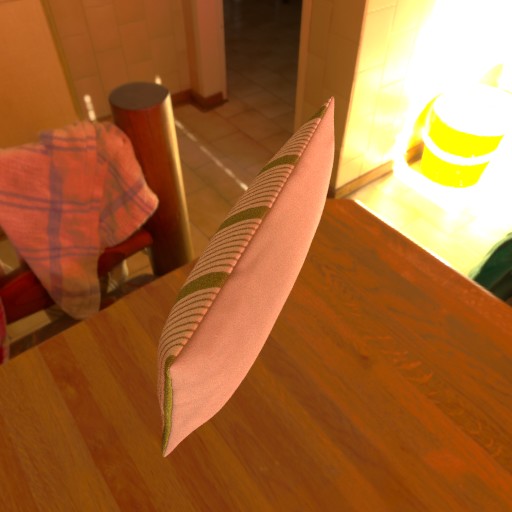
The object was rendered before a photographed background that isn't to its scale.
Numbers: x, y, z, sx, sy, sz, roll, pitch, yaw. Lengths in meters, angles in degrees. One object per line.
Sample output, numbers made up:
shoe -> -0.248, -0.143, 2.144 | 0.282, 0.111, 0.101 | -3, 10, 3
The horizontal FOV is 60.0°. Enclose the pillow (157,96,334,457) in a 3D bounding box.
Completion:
pillow -> 0.000, 0.000, 0.738 | 0.156, 0.292, 0.608 | 16, 48, 15
